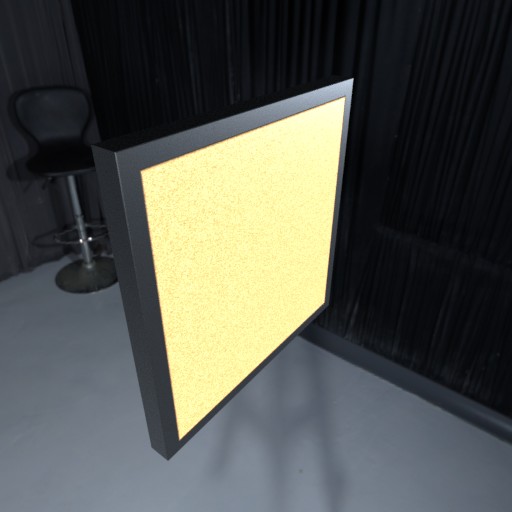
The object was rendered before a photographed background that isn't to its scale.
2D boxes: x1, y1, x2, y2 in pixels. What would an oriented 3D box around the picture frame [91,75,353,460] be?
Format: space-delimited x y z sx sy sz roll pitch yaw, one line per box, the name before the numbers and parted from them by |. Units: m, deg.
picture frame | 0.000 0.000 0.527 0.029 0.353 0.355 22 38 31
